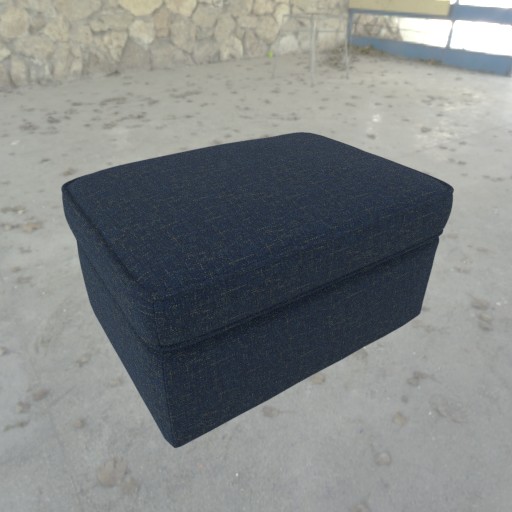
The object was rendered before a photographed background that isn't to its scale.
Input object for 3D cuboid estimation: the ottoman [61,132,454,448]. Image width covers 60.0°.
[{"bbox_3d":[0.000,0.000,1.079,0.749,0.450,0.549,-20,37,-28],"label":"ottoman"}]
